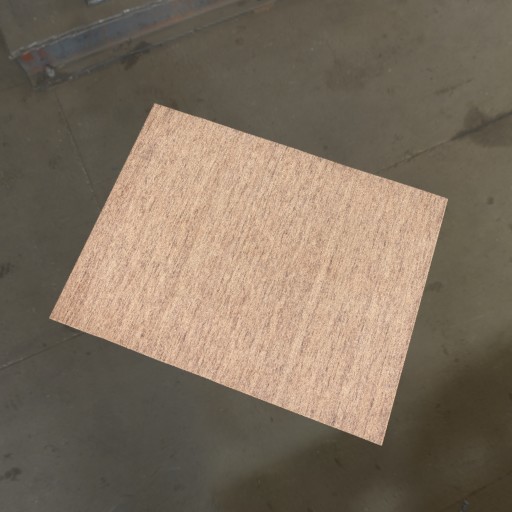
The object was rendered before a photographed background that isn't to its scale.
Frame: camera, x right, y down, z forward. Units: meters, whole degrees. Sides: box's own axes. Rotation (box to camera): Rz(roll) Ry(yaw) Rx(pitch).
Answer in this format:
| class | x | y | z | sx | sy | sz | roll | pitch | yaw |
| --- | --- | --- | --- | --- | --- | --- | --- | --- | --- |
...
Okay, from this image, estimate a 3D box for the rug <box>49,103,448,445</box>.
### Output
| class | x | y | z | sx | sy | sz | roll | pitch | yaw |
| --- | --- | --- | --- | --- | --- | --- | --- | --- | --- |
| rug | 0.000 | 0.000 | 4.285 | 3.205 | 0.013 | 2.448 | 19 | 75 | 5 |
